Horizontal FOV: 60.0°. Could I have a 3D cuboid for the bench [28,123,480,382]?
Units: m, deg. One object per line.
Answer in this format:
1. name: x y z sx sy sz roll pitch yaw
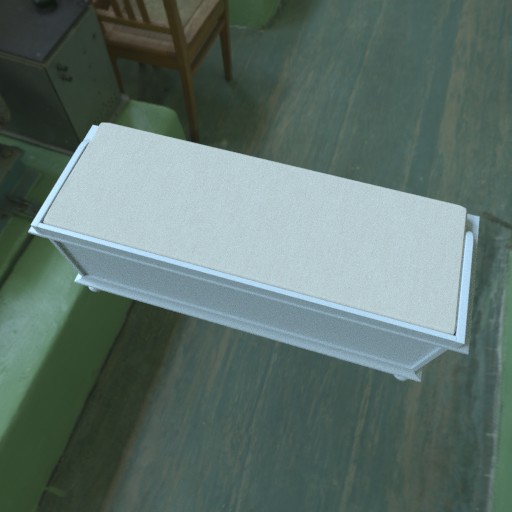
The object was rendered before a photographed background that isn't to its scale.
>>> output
1. bench: 0.000 0.000 1.399 1.185 0.486 0.402 15 64 7
